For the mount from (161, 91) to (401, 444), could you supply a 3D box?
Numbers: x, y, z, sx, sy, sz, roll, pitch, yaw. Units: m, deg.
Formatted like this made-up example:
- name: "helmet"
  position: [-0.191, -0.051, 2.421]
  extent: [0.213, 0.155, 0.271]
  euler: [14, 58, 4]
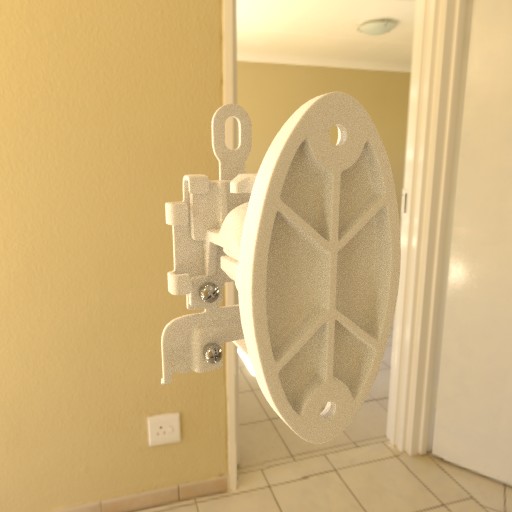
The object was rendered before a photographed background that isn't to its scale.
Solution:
- name: "mount"
  position: [0.000, 0.000, 0.172]
  extent: [0.066, 0.118, 0.100]
  euler: [-6, 13, -26]
